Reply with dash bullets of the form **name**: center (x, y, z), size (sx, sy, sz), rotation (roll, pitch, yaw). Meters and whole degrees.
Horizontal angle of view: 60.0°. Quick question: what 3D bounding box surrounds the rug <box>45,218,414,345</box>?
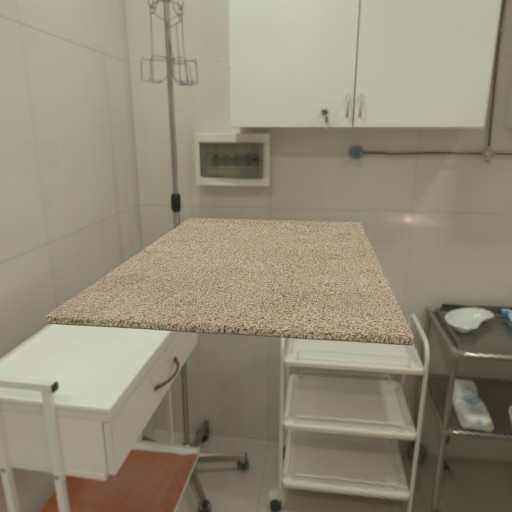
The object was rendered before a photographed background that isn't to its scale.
- **rug**: center (0.000, 0.000, 2.273), size (1.219, 0.030, 1.778), rotation (2, 16, 7)
